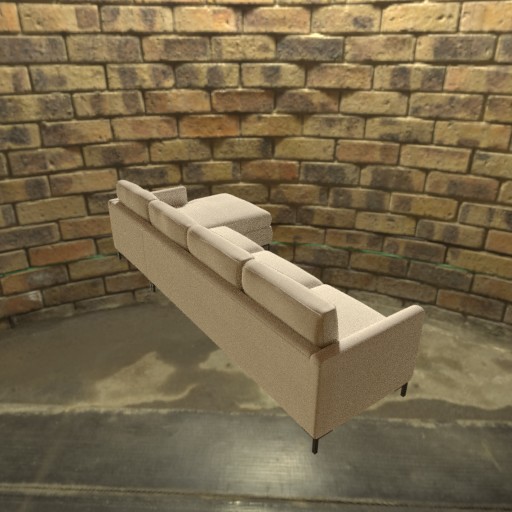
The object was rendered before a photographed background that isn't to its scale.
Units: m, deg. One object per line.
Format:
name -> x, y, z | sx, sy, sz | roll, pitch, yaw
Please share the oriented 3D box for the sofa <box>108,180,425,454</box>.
sofa -> 0.000, 0.000, 2.917 | 1.126, 0.677, 2.445 | -17, 30, -32
